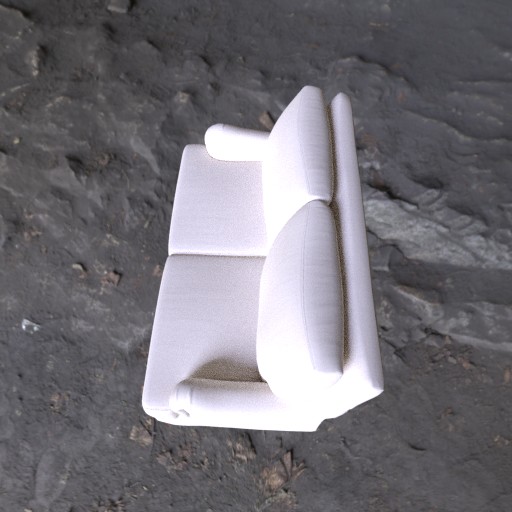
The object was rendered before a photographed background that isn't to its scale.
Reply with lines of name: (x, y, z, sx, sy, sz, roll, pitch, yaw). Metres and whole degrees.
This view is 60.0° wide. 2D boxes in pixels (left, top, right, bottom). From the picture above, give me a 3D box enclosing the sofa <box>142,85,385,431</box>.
sofa: (0.000, 0.000, 2.593, 1.084, 1.101, 1.853, 2, 58, 1)
